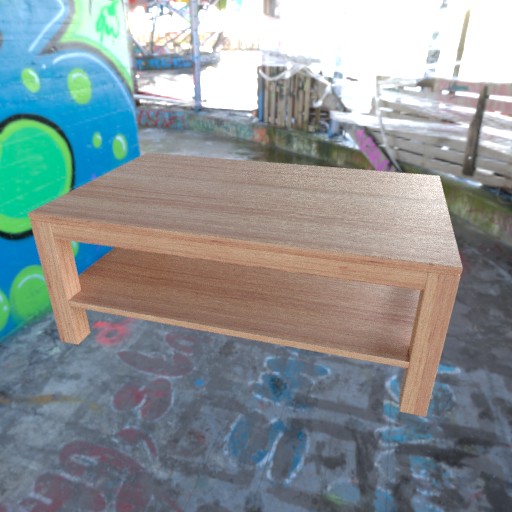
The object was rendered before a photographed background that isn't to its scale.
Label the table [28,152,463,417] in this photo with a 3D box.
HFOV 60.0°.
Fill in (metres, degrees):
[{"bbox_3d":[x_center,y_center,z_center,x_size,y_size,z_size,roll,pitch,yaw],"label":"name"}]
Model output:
[{"bbox_3d":[0.000,0.000,1.515,1.146,0.457,0.695,8,29,14],"label":"table"}]
